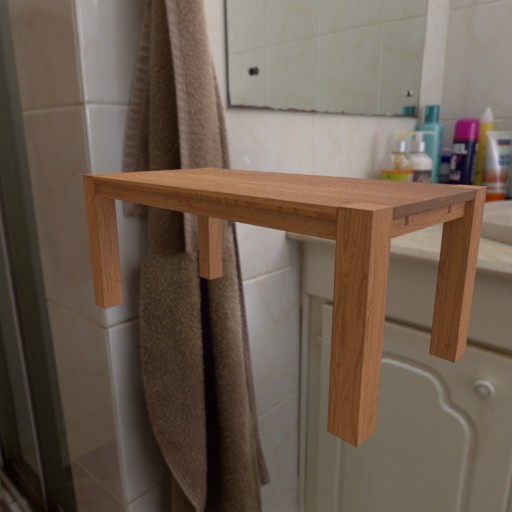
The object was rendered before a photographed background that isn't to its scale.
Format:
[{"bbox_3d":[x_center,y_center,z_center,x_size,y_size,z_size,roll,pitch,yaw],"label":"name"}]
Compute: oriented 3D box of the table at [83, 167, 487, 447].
[{"bbox_3d":[0.000,0.000,2.234,1.800,0.760,0.900,14,20,43],"label":"table"}]
